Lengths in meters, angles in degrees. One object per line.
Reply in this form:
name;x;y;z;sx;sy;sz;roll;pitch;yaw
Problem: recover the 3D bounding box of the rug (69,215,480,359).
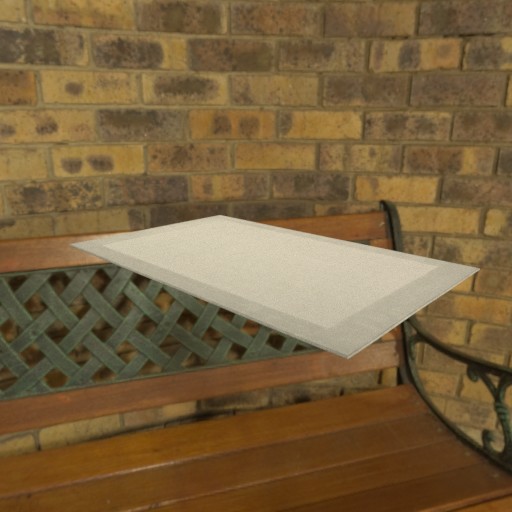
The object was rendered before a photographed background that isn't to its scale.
rug;0.000;0.000;3.063;2.438;0.014;1.524;15;23;41
